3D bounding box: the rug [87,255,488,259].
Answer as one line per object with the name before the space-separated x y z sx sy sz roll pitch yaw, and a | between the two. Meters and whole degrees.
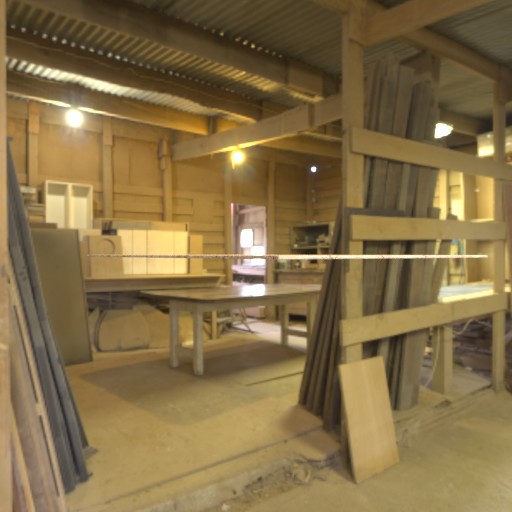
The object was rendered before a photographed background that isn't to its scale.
rug | 0.000 0.000 2.939 1.528 0.014 2.292 0 0 -37
